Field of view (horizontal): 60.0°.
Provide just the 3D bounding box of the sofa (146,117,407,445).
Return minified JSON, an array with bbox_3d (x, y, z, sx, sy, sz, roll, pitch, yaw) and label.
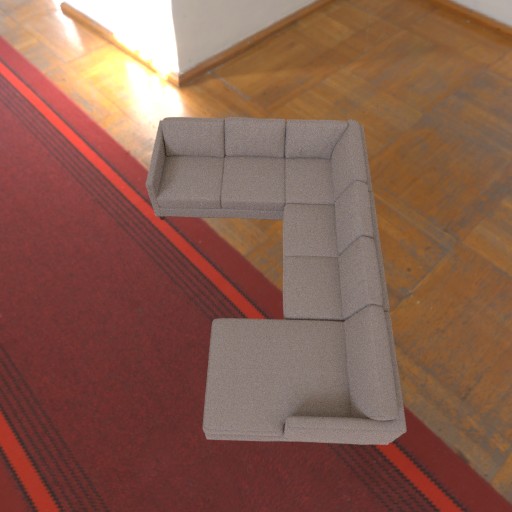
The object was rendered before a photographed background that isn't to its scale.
[{"bbox_3d":[0.000,0.000,4.523,2.424,0.865,3.438,2,58,1],"label":"sofa"}]
